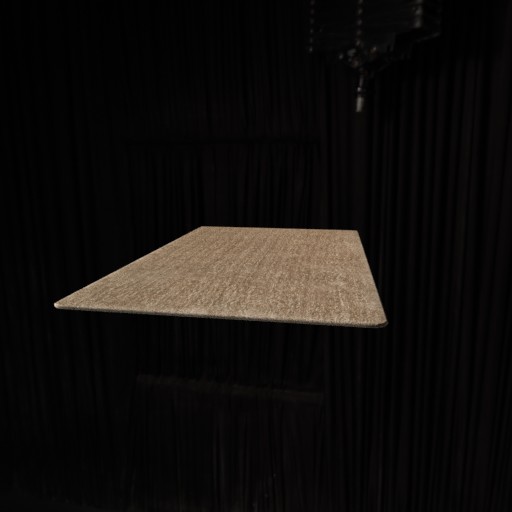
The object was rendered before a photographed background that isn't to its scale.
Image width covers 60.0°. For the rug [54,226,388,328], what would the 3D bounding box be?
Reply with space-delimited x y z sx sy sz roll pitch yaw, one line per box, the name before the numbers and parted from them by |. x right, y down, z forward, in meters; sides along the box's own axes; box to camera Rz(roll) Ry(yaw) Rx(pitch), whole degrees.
rug | 0.000 0.000 3.143 1.539 0.024 2.469 2 13 9
